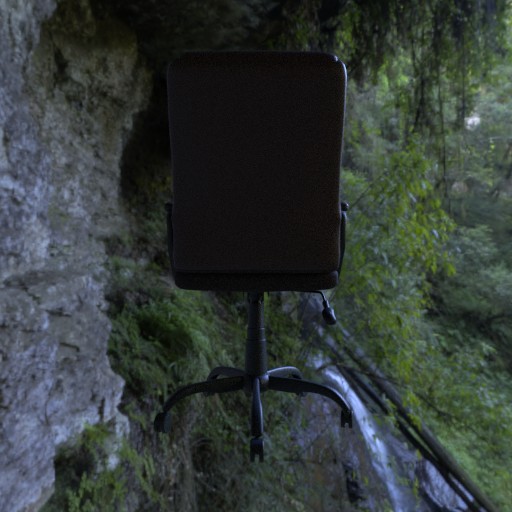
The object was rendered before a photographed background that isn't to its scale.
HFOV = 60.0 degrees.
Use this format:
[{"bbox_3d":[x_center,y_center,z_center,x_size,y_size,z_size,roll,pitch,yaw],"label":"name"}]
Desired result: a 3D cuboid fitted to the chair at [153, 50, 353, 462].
[{"bbox_3d":[0.000,0.000,1.436,0.615,1.072,0.655,0,-1,-1],"label":"chair"}]
